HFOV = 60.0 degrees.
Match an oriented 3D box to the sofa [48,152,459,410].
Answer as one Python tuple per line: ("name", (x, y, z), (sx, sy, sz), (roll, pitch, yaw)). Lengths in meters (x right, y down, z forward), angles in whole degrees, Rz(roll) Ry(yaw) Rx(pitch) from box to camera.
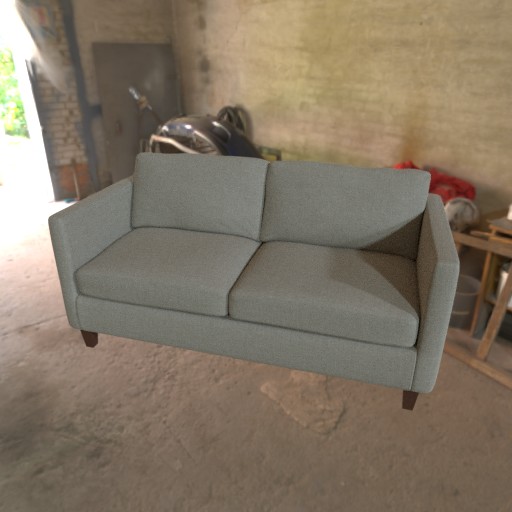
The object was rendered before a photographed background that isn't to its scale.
("sofa", (0.000, 0.000, 2.403), (1.884, 0.947, 0.951), (7, 26, 15))
